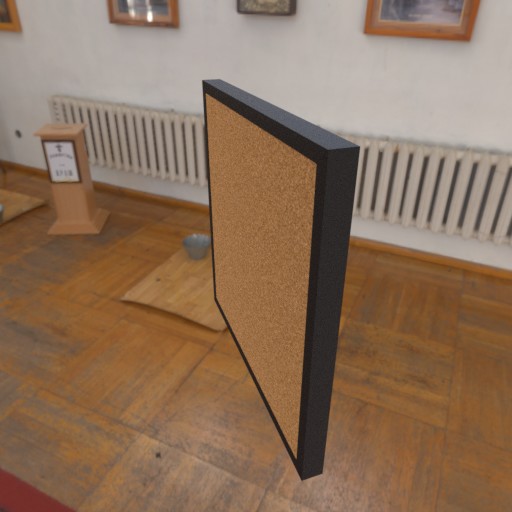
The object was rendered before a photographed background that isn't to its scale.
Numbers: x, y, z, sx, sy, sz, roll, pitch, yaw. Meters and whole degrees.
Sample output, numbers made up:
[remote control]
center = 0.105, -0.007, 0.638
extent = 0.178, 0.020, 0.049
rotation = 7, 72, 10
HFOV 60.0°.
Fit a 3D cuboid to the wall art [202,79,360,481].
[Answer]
[wall art]
center = 0.000, 0.000, 0.758
extent = 0.036, 0.503, 0.506
rotation = -10, 31, -17
